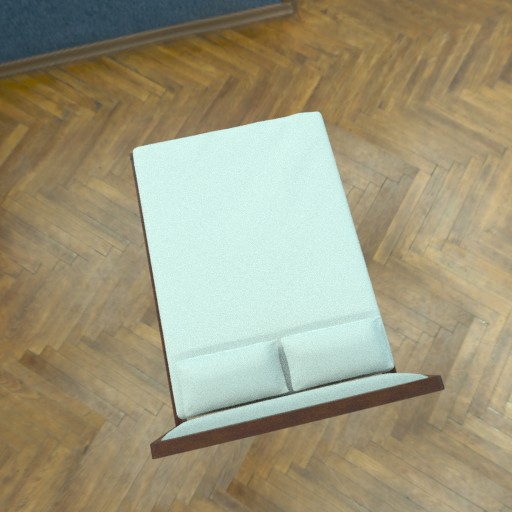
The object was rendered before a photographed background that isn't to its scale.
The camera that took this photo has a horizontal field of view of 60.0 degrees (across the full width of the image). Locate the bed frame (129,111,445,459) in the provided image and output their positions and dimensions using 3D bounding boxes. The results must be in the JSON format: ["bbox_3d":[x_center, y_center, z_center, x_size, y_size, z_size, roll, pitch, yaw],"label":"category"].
[{"bbox_3d":[0.000,0.000,3.162,1.587,1.279,2.171,-12,76,-3],"label":"bed frame"}]
